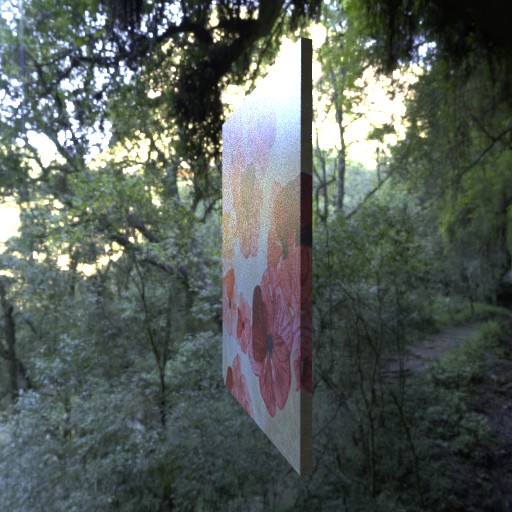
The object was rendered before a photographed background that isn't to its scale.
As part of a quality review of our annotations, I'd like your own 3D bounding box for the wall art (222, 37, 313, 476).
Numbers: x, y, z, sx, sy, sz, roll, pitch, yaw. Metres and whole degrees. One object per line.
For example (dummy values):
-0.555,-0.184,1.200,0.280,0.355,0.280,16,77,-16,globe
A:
0.000,0.000,1.389,0.031,1.015,0.762,0,1,-18,wall art
